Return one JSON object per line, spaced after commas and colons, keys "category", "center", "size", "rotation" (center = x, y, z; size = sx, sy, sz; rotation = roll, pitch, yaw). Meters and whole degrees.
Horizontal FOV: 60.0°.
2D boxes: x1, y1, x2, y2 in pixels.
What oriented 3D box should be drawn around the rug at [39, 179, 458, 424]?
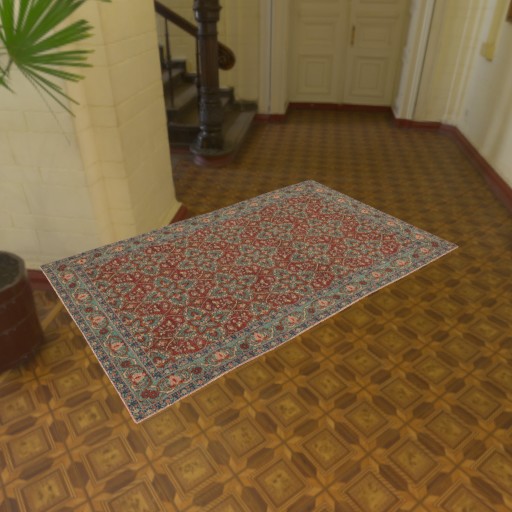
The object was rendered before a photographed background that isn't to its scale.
{"category": "rug", "center": [0.000, 0.000, 3.034], "size": [2.439, 0.011, 1.533], "rotation": [-22, 38, -31]}
